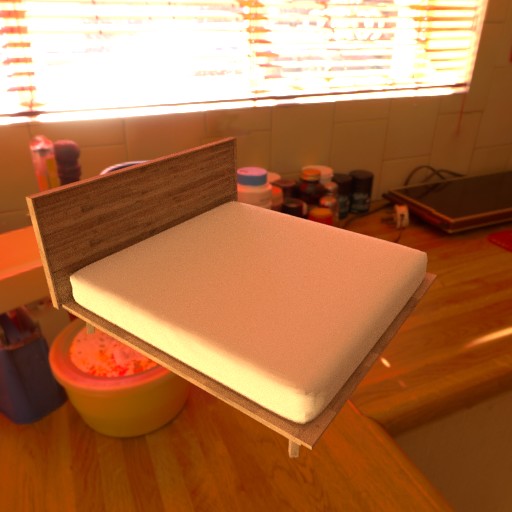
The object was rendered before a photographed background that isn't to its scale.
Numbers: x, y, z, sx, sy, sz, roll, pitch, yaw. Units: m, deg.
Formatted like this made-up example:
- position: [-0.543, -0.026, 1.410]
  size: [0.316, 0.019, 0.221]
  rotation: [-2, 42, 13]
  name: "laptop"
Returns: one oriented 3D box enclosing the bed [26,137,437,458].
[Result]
- position: [0.000, 0.000, 3.321]
  size: [2.167, 1.100, 2.116]
  rotation: [19, 33, 32]
  name: "bed"
